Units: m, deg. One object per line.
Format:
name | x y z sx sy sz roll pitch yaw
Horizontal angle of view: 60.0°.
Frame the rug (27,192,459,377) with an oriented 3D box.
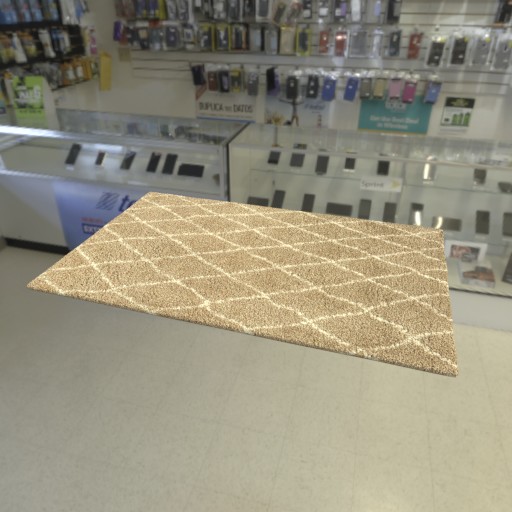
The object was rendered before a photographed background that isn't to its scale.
rug | 0.000 0.000 2.984 2.438 0.030 1.524 9 32 15
